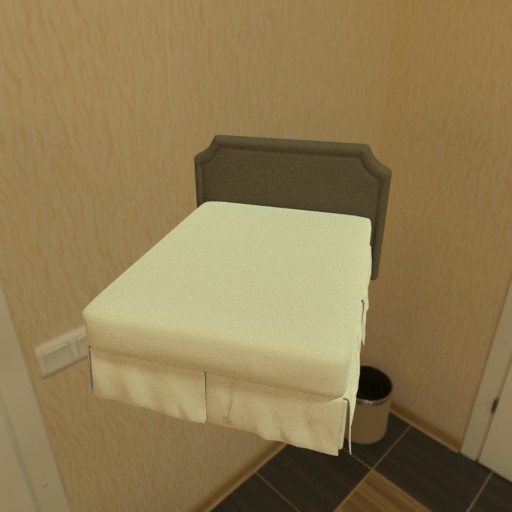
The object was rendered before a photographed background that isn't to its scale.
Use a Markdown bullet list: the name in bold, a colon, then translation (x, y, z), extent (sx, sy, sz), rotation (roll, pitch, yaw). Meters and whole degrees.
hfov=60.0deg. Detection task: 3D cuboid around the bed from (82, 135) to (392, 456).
- **bed**: translation (0.000, 0.000, 3.318), extent (1.831, 1.297, 2.181), rotation (8, 28, 14)
